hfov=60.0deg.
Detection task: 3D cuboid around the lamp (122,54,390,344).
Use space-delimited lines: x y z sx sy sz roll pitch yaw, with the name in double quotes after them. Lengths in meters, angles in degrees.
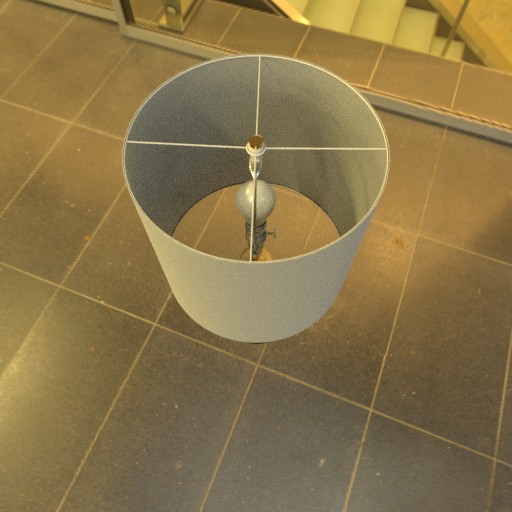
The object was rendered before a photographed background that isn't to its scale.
0.000 0.000 0.767 0.308 0.580 0.308 2 63 1 "lamp"
